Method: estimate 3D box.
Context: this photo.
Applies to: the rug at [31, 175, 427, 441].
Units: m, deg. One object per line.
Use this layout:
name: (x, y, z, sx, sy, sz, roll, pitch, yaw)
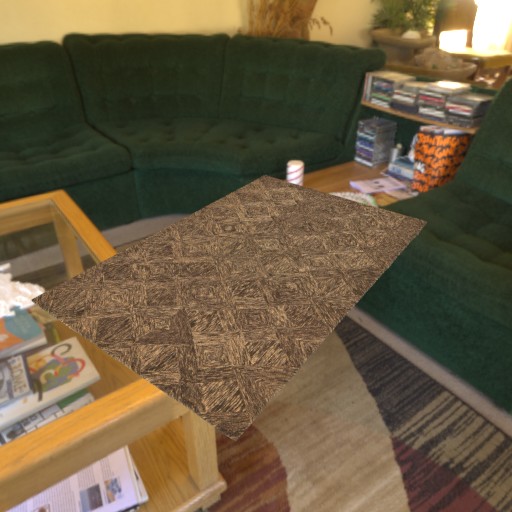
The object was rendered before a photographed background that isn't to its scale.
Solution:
rug: (0.000, 0.000, 2.302, 1.189, 0.011, 1.808, 22, 39, 30)
